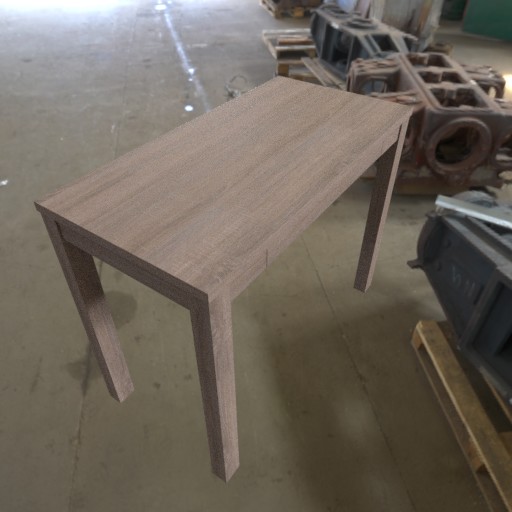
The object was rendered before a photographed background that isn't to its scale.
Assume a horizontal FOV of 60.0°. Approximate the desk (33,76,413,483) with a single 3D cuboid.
[{"bbox_3d":[0.000,0.000,1.416,0.495,0.762,0.991,24,46,26],"label":"desk"}]
